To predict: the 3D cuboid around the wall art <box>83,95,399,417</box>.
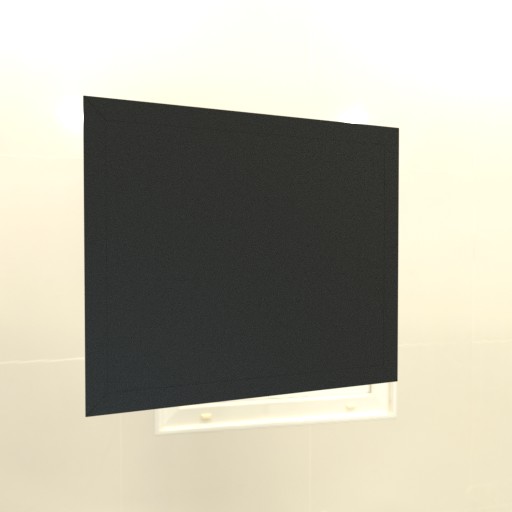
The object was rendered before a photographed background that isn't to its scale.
[{"bbox_3d":[0.000,0.000,0.529,0.381,0.330,0.029,0,1,-19],"label":"wall art"}]
